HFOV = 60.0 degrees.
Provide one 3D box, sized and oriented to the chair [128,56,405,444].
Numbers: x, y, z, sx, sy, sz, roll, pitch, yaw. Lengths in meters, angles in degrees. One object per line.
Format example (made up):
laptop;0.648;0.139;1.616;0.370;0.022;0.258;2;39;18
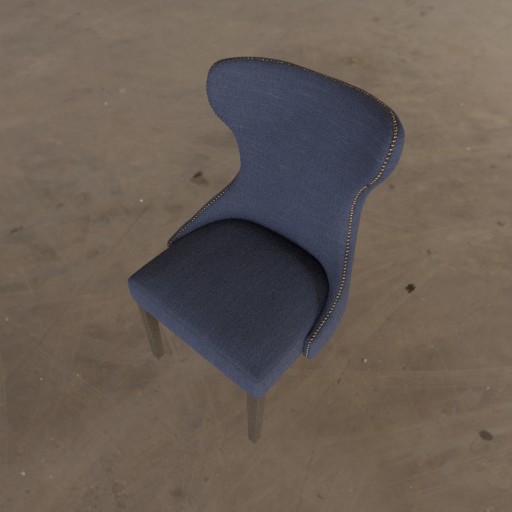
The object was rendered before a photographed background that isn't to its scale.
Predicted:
chair;0.000;0.000;1.384;0.628;0.967;0.635;32;55;26
